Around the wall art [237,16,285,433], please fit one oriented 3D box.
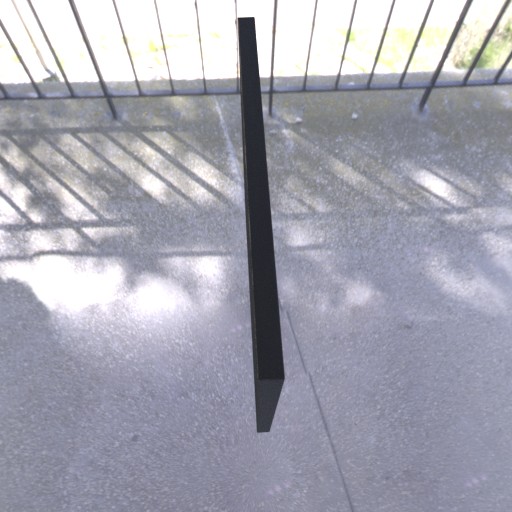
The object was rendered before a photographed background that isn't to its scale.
[{"bbox_3d":[0.000,0.000,0.445,0.015,0.303,0.304,-3,63,-1],"label":"wall art"}]
